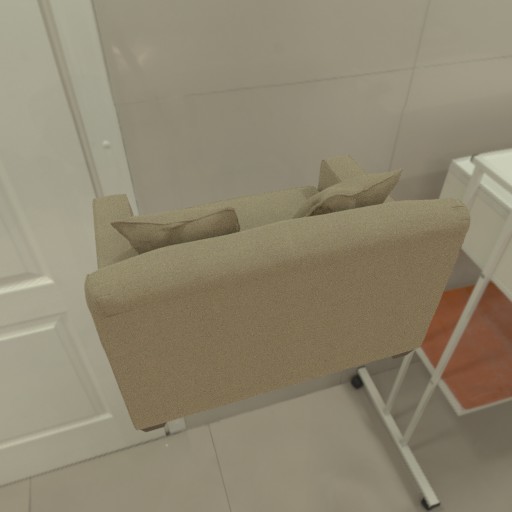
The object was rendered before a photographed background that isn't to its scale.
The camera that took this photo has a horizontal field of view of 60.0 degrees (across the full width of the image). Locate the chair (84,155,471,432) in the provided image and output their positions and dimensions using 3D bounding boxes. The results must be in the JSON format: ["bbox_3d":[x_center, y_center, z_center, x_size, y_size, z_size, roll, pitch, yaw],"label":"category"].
[{"bbox_3d":[0.000,0.000,2.076,1.383,0.948,1.000,-12,44,-13],"label":"chair"}]
